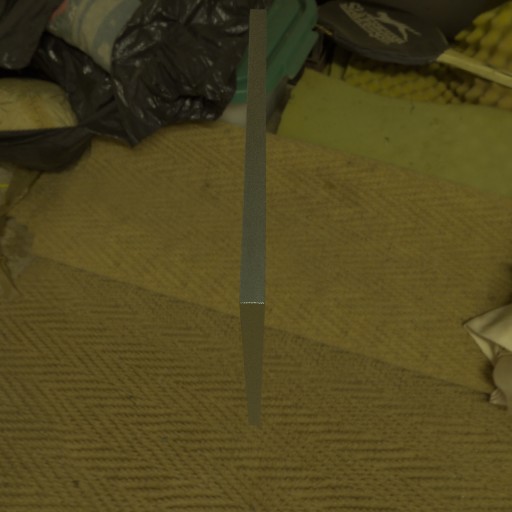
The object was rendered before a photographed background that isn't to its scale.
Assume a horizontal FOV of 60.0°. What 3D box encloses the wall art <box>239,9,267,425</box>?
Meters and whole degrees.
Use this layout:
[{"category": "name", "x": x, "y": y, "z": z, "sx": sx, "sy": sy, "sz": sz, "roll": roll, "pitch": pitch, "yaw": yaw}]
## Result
[{"category": "wall art", "x": 0.000, "y": 0.000, "z": 1.360, "sx": 0.041, "sy": 1.062, "sz": 0.803, "roll": 1, "pitch": 59, "yaw": 0}]
